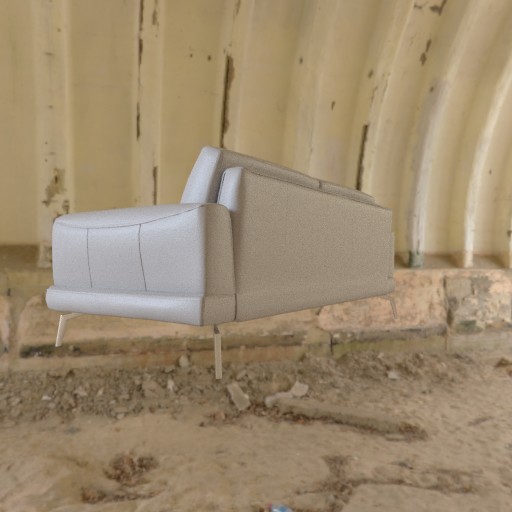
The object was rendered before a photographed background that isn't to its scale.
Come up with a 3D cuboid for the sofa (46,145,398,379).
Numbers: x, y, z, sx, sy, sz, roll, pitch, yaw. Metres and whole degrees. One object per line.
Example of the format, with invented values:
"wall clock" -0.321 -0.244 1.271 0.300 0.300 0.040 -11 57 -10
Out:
"sofa" 0.000 0.000 2.753 1.121 0.930 2.177 0 -1 36
